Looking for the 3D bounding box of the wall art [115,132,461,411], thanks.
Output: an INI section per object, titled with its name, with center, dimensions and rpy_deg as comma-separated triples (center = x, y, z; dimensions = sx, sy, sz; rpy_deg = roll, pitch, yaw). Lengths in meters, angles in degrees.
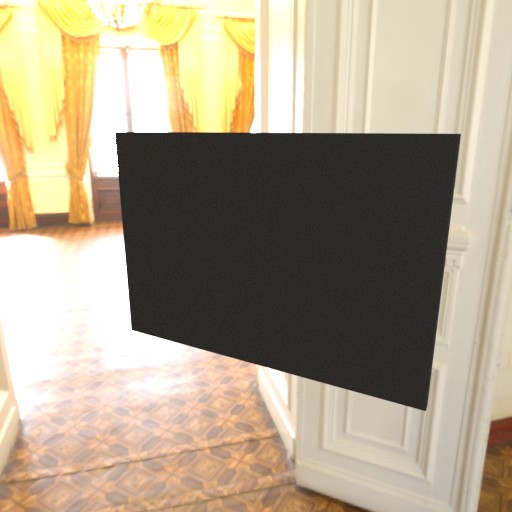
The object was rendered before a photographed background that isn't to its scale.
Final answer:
[wall art]
center = 0.000, 0.000, 1.230
dimensions = 0.964, 0.659, 0.049
rpy_deg = 9, 18, 29
